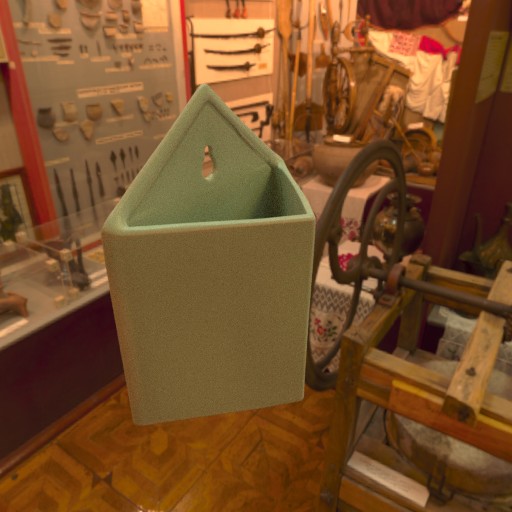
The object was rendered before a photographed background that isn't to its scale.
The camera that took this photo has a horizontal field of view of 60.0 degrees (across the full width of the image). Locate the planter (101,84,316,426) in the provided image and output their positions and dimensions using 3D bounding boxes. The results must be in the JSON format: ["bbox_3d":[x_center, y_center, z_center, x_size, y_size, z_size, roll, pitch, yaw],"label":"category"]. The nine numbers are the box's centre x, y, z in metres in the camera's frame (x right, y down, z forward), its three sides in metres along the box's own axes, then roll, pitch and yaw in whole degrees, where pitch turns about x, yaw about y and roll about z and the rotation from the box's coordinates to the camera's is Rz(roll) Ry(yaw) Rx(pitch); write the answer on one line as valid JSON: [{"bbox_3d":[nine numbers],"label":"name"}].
[{"bbox_3d":[0.000,0.000,0.278,0.079,0.197,0.164,19,33,32],"label":"planter"}]
